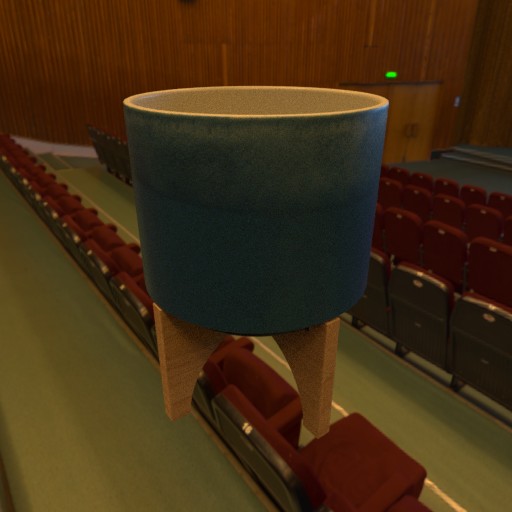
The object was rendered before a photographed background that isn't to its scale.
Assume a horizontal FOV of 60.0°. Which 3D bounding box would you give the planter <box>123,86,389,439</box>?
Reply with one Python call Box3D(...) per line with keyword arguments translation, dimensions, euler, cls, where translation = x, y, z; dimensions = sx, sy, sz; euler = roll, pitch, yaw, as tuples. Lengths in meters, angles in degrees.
Box3D(translation=(0.000, 0.000, 0.388), dimensions=(0.192, 0.263, 0.192), euler=(0, 26, 0), cls="planter")
